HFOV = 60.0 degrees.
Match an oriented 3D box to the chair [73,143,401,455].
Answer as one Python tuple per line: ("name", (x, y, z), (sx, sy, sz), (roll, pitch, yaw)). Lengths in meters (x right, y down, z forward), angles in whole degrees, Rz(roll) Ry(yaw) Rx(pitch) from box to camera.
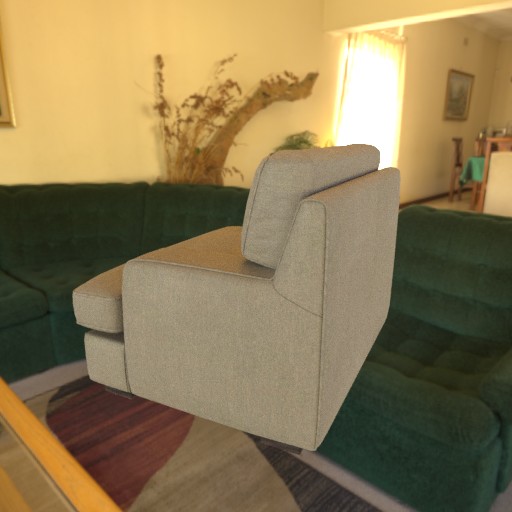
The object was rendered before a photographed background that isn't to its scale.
("chair", (0.000, 0.000, 1.998), (1.043, 0.974, 1.270), (8, 18, 25))
